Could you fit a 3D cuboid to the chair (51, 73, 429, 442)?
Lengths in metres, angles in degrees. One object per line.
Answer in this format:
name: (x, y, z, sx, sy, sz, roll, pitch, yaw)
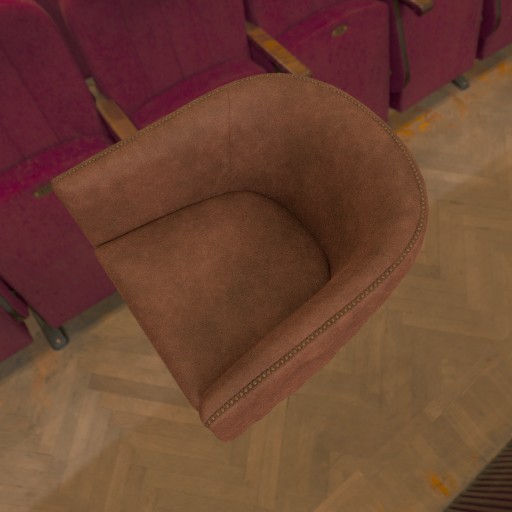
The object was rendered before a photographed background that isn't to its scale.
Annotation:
chair: (0.000, 0.000, 1.493, 0.870, 0.790, 0.850, -33, 67, -16)
